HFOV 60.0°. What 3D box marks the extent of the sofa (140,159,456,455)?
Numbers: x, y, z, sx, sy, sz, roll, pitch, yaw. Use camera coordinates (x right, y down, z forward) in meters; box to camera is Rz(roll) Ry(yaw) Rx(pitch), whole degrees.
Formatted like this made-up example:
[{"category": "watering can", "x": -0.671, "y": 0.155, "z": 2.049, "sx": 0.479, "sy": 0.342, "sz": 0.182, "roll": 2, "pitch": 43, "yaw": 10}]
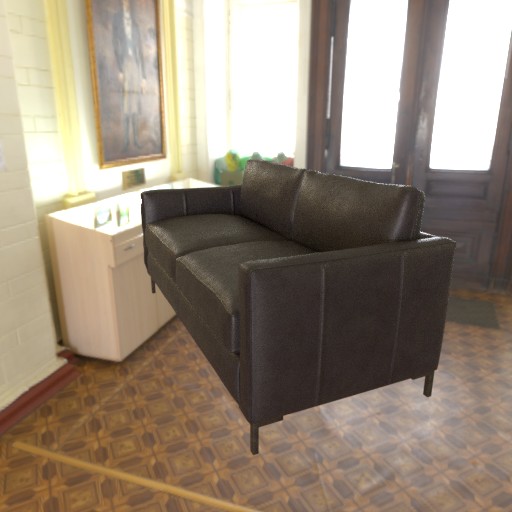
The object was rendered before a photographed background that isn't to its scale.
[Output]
[{"category": "sofa", "x": 0.000, "y": 0.000, "z": 2.320, "sx": 0.947, "sy": 0.883, "sz": 1.805, "roll": -8, "pitch": 19, "yaw": -25}]
